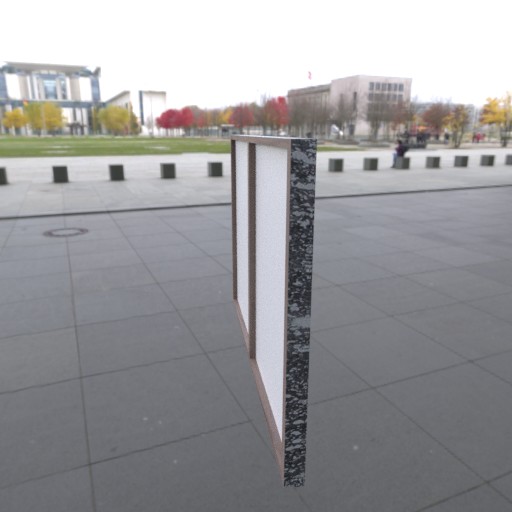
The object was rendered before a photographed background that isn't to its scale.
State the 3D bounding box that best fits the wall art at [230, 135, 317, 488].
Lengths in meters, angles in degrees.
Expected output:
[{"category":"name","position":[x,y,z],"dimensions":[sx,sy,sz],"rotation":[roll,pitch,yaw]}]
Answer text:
[{"category":"wall art","position":[0.000,0.000,1.144],"dimensions":[0.038,0.598,0.919],"rotation":[-2,16,-8]}]
